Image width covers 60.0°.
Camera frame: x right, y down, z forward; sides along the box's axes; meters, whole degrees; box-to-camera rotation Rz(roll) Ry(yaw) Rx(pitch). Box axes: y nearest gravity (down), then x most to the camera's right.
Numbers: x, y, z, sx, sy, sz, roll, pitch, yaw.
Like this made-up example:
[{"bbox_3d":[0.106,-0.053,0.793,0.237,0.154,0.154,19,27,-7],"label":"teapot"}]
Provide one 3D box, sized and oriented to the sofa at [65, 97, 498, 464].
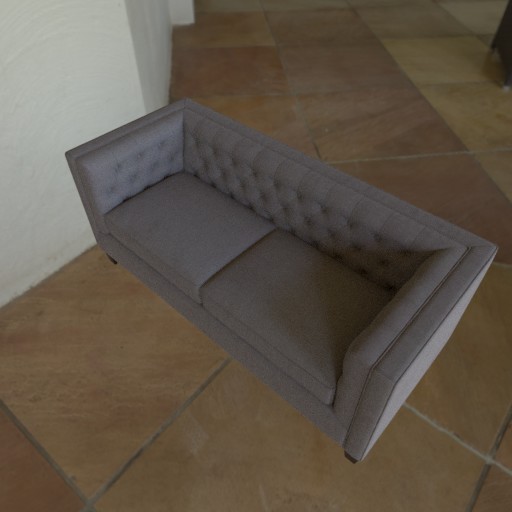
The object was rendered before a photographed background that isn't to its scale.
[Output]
[{"bbox_3d":[0.000,0.000,2.146,1.778,0.762,0.775,33,54,28],"label":"sofa"}]
